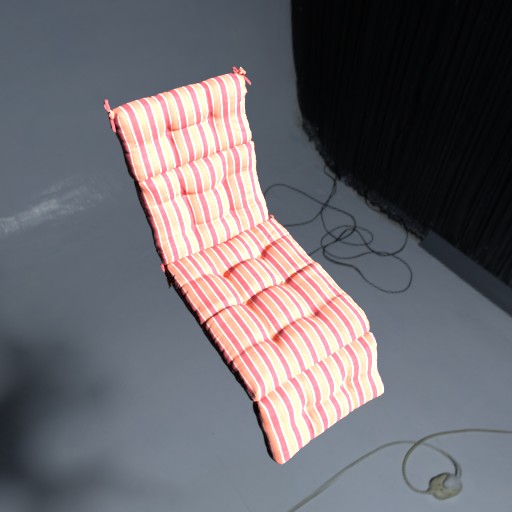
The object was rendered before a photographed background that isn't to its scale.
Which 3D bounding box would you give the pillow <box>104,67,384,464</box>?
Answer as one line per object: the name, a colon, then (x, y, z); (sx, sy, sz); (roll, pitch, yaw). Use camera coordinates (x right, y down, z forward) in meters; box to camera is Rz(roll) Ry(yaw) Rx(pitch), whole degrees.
pillow: (0.000, 0.000, 1.509); (0.526, 0.863, 1.016); (-26, 53, -22)
